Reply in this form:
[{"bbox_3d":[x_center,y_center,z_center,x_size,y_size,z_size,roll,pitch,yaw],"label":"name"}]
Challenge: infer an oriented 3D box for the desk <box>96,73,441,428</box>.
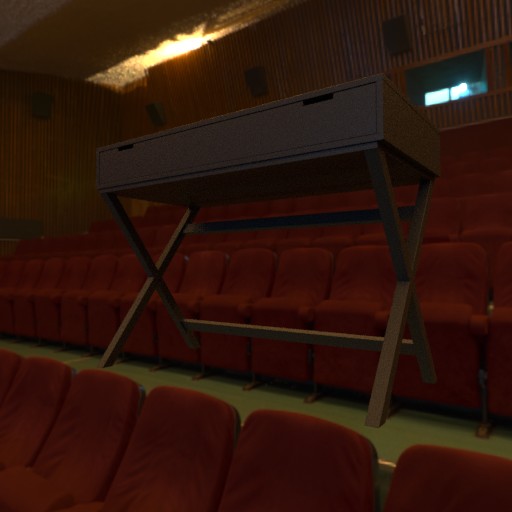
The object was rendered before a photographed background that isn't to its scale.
[{"bbox_3d":[0.000,0.000,1.481,1.057,0.780,0.504,-1,-2,36],"label":"desk"}]
